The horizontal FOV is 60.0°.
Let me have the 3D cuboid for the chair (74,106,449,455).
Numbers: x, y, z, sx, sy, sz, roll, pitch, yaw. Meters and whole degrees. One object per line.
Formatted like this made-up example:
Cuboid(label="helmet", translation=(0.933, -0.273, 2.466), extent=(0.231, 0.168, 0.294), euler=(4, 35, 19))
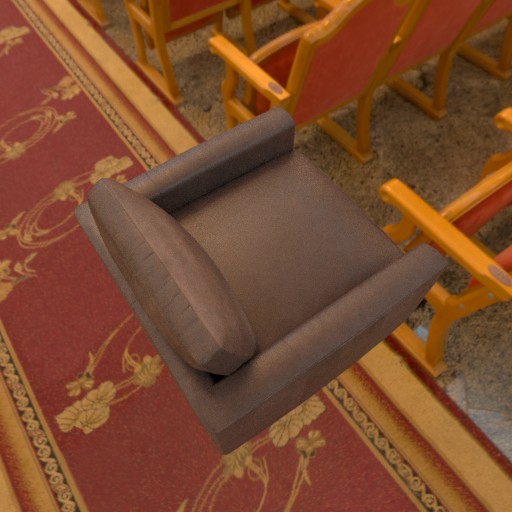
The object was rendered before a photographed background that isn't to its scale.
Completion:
Cuboid(label="chair", translation=(0.000, 0.000, 1.843), extent=(1.069, 0.812, 1.100), euler=(-31, 64, -17))
